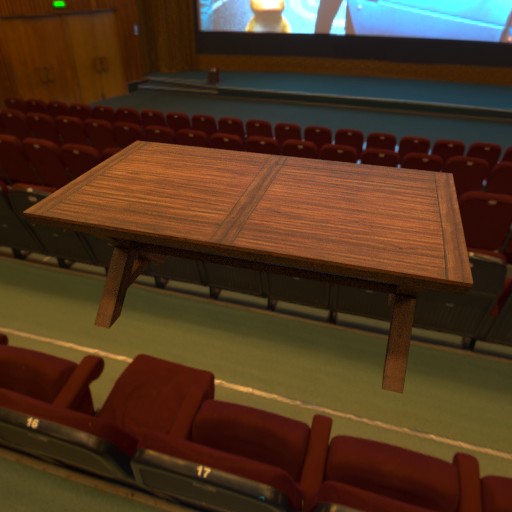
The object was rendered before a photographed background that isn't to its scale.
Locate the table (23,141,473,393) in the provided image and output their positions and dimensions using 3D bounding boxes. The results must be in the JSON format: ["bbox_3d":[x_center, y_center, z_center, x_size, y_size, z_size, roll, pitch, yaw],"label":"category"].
[{"bbox_3d":[0.000,0.000,2.491,1.966,0.793,1.071,9,34,14],"label":"table"}]
